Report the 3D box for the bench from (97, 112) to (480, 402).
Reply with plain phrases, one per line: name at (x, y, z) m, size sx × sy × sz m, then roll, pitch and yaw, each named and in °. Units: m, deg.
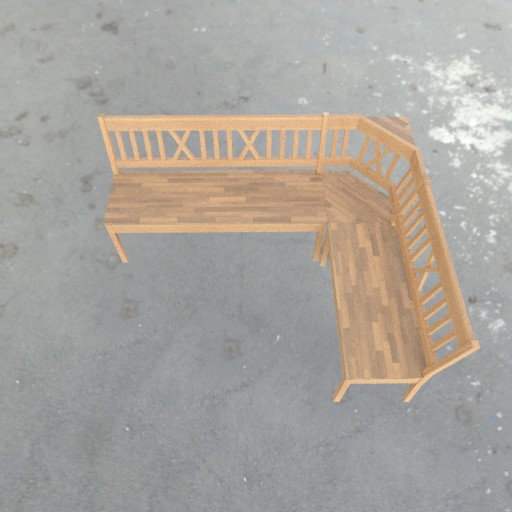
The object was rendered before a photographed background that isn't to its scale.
bench at (0.000, 0.000, 2.712) m, size 1.937 × 0.902 × 1.537 m, roll 0°, pitch 57°, yaw 0°
